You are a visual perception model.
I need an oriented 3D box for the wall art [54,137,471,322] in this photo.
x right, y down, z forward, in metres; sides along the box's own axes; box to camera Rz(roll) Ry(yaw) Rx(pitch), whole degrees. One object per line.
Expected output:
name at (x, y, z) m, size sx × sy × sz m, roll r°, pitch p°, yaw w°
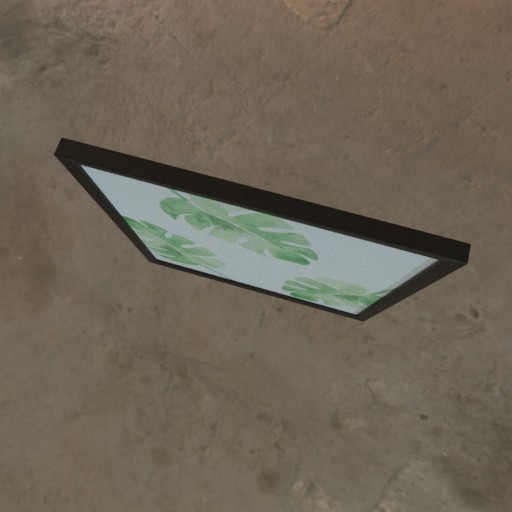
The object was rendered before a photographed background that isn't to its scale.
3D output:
wall art at (0.000, 0.000, 1.160) m, size 0.765 × 0.765 × 0.038 m, roll 15°, pitch 75°, yaw 4°
